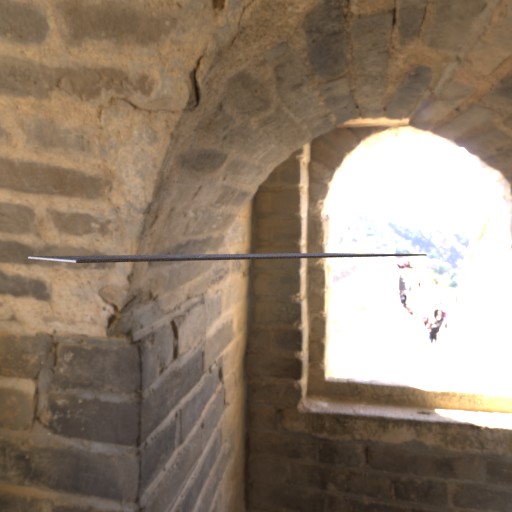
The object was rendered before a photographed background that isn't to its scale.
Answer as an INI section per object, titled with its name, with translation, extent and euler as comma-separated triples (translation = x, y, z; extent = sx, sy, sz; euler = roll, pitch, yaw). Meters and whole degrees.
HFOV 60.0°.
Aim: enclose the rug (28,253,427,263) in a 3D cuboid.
[rug]
translation = 0.000, 0.000, 2.741
extent = 2.388, 0.012, 0.864
euler = -1, 1, -38
